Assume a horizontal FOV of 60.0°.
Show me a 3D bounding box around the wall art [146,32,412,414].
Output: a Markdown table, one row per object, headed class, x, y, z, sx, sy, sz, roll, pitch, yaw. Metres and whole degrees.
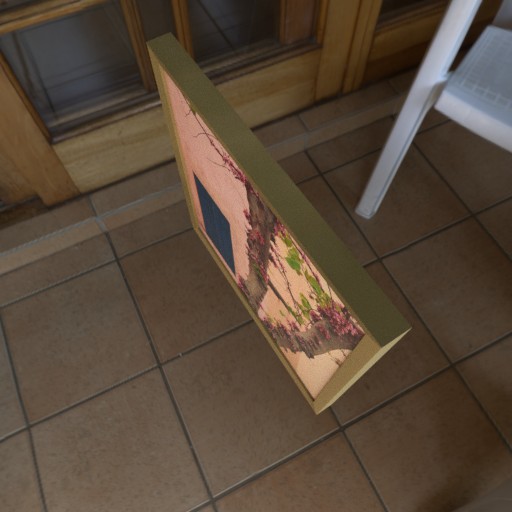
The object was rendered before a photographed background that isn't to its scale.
| class | x | y | z | sx | sy | sz | roll | pitch | yaw |
| --- | --- | --- | --- | --- | --- | --- | --- | --- | --- |
| wall art | 0.000 | 0.000 | 0.749 | 0.038 | 0.508 | 0.507 | -30 | 67 | -14 |
